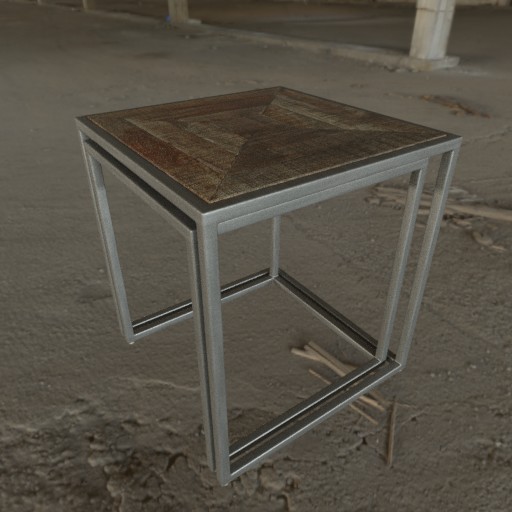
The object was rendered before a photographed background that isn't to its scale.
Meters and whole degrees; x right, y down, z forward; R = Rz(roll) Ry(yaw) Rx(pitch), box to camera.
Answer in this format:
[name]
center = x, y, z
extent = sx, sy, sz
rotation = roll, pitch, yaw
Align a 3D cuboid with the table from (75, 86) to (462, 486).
[table]
center = 0.000, 0.000, 0.847
extent = 0.449, 0.500, 0.450
rotation = -21, 38, -29
